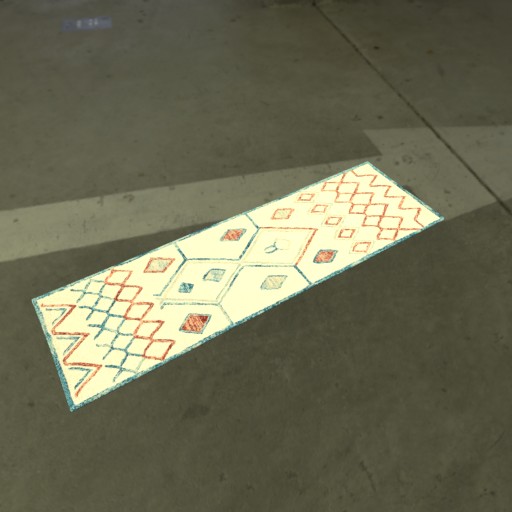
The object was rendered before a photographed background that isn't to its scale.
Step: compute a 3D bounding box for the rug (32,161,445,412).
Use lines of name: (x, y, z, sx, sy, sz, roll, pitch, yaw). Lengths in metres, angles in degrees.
rug: (0.000, 0.000, 2.653, 2.435, 0.011, 0.750, -25, 52, -21)
